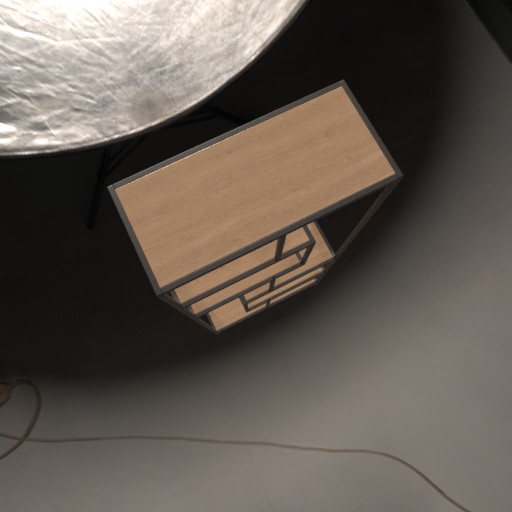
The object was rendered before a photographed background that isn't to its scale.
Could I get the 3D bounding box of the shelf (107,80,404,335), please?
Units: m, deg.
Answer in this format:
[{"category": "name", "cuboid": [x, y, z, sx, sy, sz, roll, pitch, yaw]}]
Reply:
[{"category": "shelf", "cuboid": [0.000, 0.000, 2.159, 0.770, 1.850, 0.350, -26, 78, -6]}]
